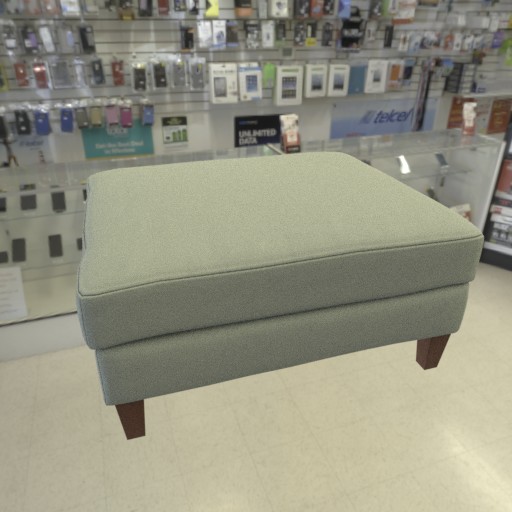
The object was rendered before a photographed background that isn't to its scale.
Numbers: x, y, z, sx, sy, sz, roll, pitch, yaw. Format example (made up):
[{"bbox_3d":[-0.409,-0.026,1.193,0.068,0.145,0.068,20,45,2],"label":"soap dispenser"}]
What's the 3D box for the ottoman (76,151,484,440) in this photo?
[{"bbox_3d":[0.000,0.000,1.414,0.991,0.494,0.842,-8,29,-15],"label":"ottoman"}]
